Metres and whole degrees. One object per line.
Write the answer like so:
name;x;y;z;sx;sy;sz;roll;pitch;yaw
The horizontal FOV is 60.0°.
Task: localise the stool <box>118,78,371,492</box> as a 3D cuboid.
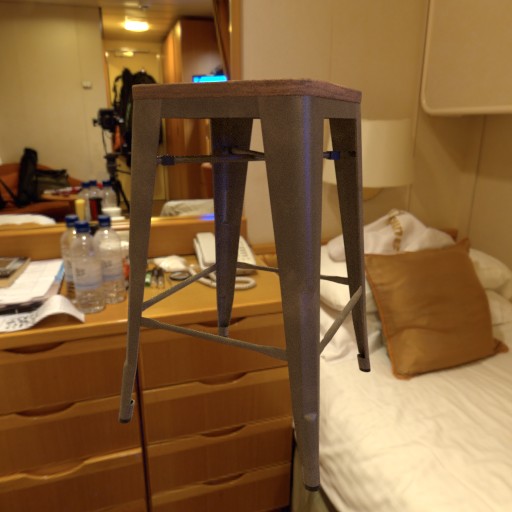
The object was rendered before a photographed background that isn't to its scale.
stool;0.000;0.000;0.859;0.407;0.607;0.407;8;19;24
